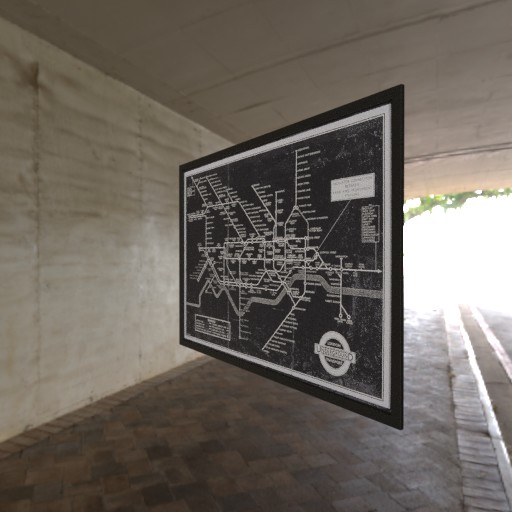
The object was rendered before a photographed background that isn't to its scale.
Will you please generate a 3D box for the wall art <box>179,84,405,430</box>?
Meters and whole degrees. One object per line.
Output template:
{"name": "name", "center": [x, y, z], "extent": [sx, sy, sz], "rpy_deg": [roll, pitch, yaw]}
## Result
{"name": "wall art", "center": [0.000, 0.000, 1.525], "extent": [0.013, 0.811, 1.192], "rpy_deg": [0, 1, -35]}
